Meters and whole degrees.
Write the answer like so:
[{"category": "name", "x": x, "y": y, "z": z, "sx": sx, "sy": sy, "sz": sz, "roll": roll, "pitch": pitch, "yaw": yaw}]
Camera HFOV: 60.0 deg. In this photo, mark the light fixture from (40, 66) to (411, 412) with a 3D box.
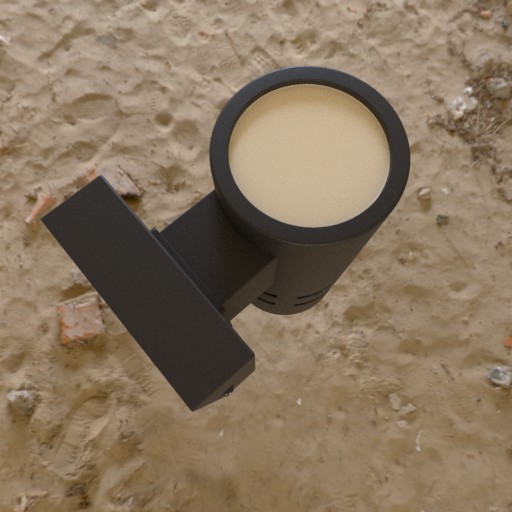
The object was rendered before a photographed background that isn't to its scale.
[{"category": "light fixture", "x": 0.000, "y": 0.000, "z": 0.257, "sx": 0.138, "sy": 0.179, "sz": 0.098, "roll": -40, "pitch": 78, "yaw": -10}]
